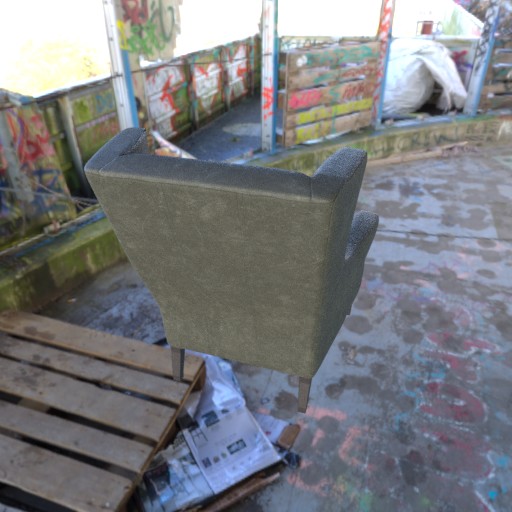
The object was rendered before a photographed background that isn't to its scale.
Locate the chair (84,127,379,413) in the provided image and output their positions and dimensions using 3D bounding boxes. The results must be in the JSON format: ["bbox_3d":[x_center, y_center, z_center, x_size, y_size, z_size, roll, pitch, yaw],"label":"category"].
[{"bbox_3d":[0.000,0.000,1.699,0.853,1.016,0.926,10,33,15],"label":"chair"}]
